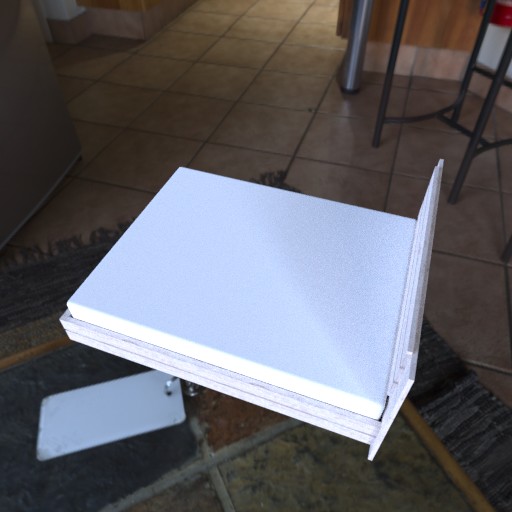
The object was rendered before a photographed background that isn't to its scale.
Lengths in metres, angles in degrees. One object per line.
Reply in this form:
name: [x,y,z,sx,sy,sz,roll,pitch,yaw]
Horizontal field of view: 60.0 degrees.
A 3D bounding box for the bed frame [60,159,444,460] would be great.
bed frame: [0.000,0.000,3.039,2.080,0.970,1.750,15,48,14]
